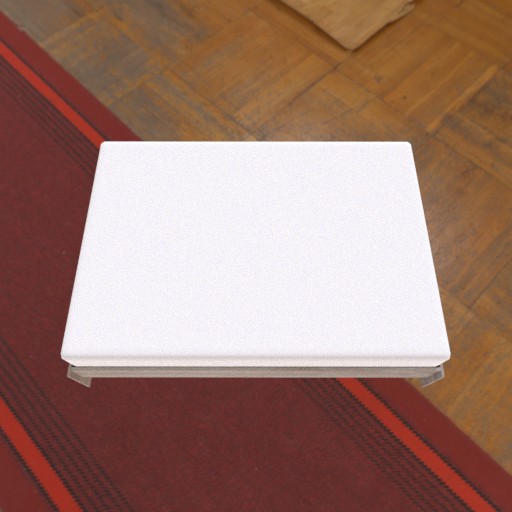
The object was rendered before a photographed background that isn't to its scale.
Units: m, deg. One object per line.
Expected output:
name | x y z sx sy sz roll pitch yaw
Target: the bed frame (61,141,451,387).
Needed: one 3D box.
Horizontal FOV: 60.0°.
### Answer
bed frame | 0.000 0.000 2.656 1.945 0.497 1.445 0 64 0
